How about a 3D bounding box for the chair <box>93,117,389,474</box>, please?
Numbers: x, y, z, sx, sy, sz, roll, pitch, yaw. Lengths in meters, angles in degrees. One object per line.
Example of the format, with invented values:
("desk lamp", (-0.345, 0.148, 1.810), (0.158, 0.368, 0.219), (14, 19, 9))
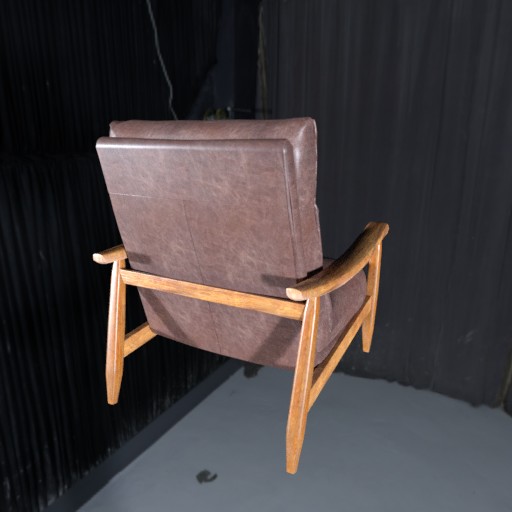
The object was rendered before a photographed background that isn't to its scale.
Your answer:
("chair", (0.000, 0.000, 1.531), (0.782, 0.897, 0.830), (8, 18, 27))
